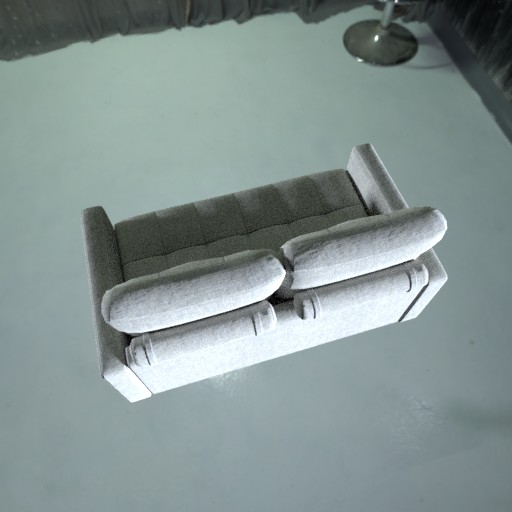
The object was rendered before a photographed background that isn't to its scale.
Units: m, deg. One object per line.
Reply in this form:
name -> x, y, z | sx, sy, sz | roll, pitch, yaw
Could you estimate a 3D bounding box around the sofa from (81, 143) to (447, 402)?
sofa -> 0.000, 0.000, 1.976 | 1.407, 0.907, 0.842 | -15, 61, -8
